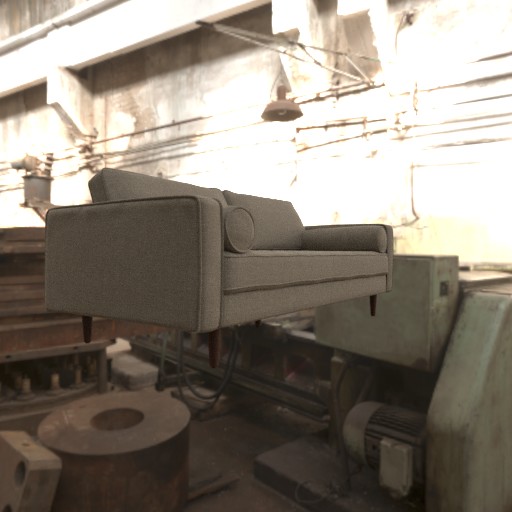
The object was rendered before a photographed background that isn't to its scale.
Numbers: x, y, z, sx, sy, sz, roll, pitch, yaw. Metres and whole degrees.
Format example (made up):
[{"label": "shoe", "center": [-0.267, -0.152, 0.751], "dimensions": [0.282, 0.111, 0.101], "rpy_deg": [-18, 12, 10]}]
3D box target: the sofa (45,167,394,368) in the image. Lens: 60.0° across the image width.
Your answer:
[{"label": "sofa", "center": [0.000, 0.000, 2.369], "dimensions": [0.914, 0.762, 1.879], "rpy_deg": [0, 1, 35]}]
